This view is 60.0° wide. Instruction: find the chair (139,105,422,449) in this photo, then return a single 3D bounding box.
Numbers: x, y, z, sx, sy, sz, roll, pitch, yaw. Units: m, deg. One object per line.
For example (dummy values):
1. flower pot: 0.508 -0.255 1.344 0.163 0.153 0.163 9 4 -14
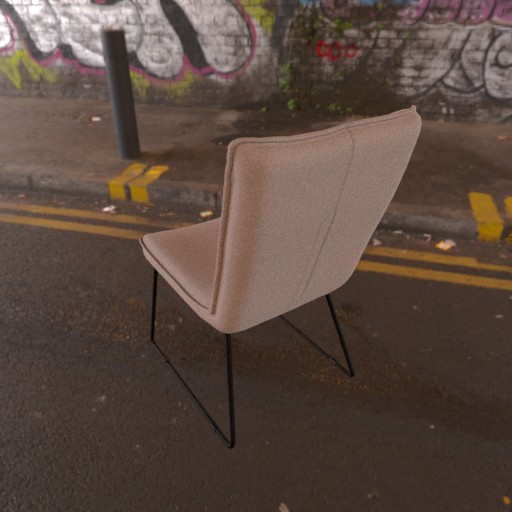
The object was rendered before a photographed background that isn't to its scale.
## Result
1. chair: 0.000 0.000 1.341 0.515 0.930 0.688 -19 36 -29
